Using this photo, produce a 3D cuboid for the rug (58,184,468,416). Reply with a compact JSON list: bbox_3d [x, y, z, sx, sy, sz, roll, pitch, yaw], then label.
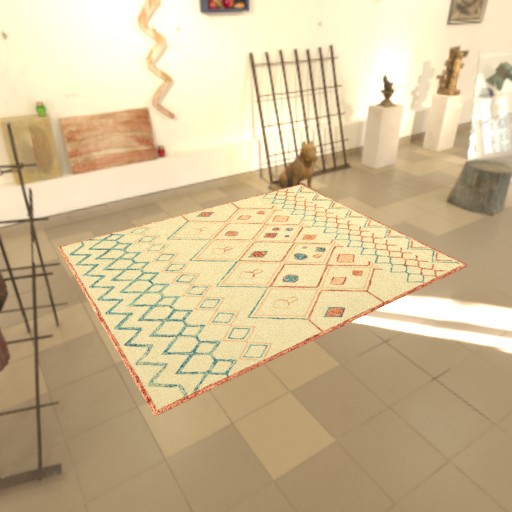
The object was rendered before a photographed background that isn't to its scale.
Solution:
[{"bbox_3d":[0.000,0.000,4.207,3.050,0.016,2.441,-19,35,-29],"label":"rug"}]
